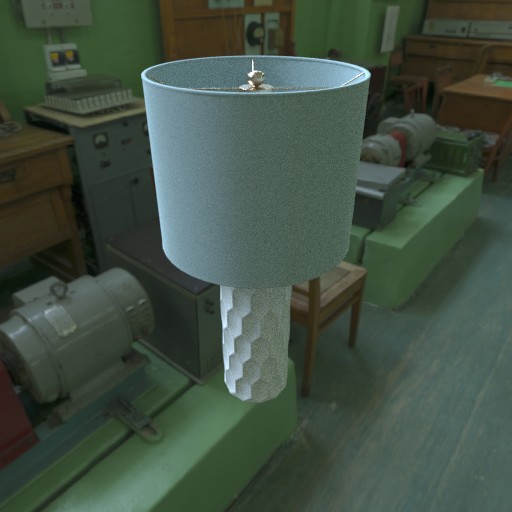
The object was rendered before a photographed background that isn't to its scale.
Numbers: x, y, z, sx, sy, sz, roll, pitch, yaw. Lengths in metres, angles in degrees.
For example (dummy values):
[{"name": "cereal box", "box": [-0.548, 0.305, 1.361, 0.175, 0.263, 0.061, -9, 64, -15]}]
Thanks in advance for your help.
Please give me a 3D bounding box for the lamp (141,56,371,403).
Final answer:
[{"name": "lamp", "box": [0.000, 0.000, 0.685, 0.277, 0.534, 0.277, 21, 37, 31]}]
